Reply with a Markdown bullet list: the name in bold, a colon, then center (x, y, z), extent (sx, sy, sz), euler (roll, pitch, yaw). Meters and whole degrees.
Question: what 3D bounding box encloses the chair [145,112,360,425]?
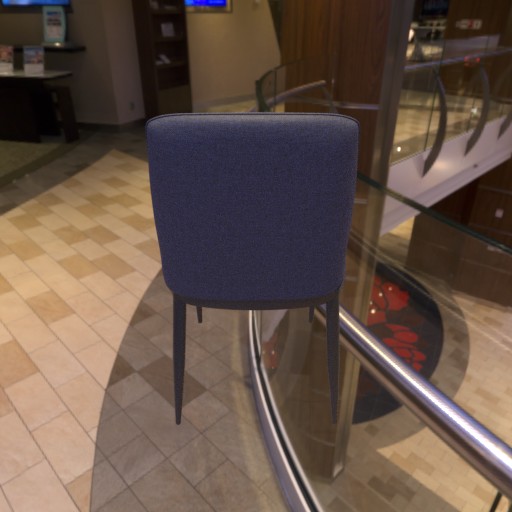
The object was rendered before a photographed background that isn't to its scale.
- **chair**: center (0.000, 0.000, 1.176), extent (0.480, 0.839, 0.551), euler (0, 29, 0)
